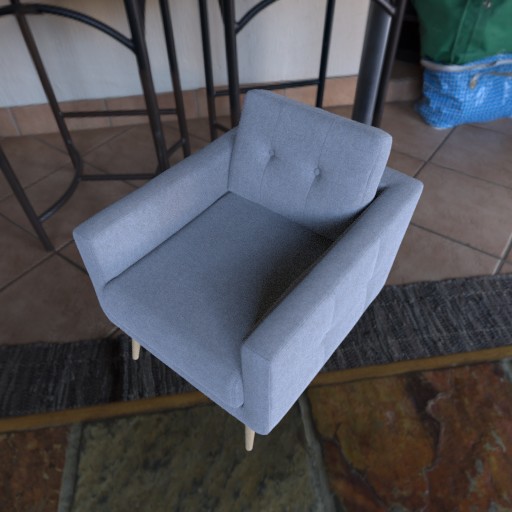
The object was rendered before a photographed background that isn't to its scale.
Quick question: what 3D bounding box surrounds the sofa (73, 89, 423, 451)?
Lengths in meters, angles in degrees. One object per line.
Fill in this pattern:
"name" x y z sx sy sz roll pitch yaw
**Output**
"sofa" 0.000 0.000 1.556 0.770 0.860 0.920 29 52 26
